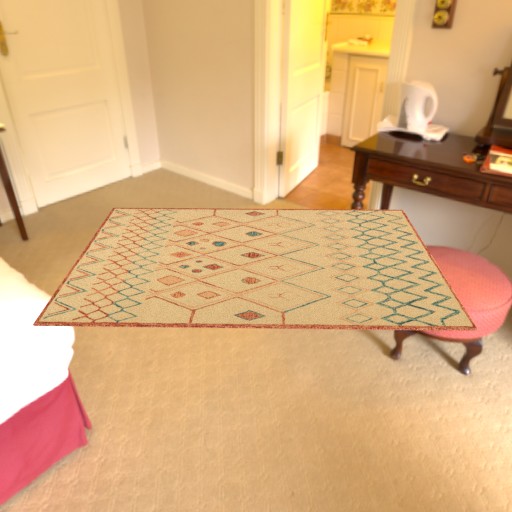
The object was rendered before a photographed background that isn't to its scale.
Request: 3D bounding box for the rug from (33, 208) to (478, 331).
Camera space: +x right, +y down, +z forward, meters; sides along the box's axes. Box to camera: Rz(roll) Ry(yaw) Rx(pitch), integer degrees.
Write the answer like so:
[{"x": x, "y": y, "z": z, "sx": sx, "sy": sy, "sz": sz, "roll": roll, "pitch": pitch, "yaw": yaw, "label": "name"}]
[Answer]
[{"x": 0.000, "y": 0.000, "z": 3.076, "sx": 2.438, "sy": 0.015, "sz": 1.524, "roll": 0, "pitch": 31, "yaw": 1, "label": "rug"}]
